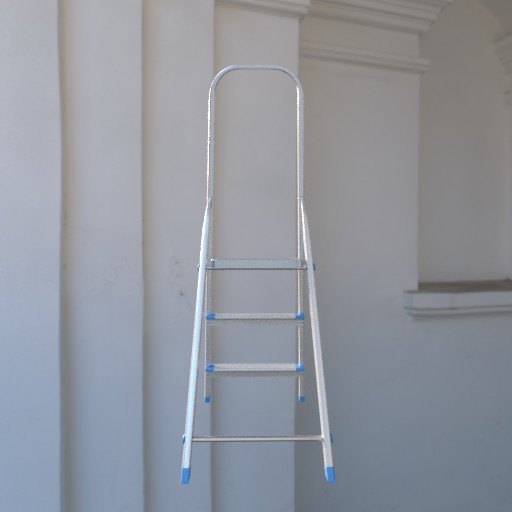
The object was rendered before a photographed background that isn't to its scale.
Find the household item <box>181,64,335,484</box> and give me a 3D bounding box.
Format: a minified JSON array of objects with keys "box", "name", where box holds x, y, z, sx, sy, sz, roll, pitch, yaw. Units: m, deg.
[{"box":[0.000,0.000,1.529,0.420,1.215,0.687,0,0,-1],"name":"household item"}]
